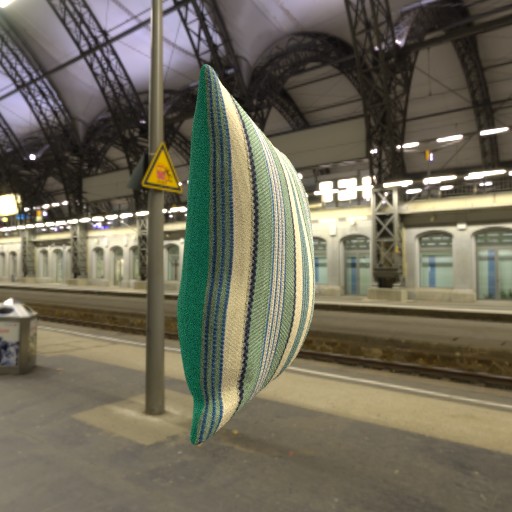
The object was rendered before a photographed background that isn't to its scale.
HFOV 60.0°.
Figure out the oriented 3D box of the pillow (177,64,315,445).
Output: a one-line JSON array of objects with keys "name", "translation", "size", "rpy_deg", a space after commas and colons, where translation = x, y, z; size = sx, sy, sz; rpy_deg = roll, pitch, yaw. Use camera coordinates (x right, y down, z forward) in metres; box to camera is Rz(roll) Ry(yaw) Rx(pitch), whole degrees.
[{"name": "pillow", "translation": [0.000, 0.000, 0.710], "size": [0.182, 0.441, 0.440], "rpy_deg": [0, -2, 16]}]
